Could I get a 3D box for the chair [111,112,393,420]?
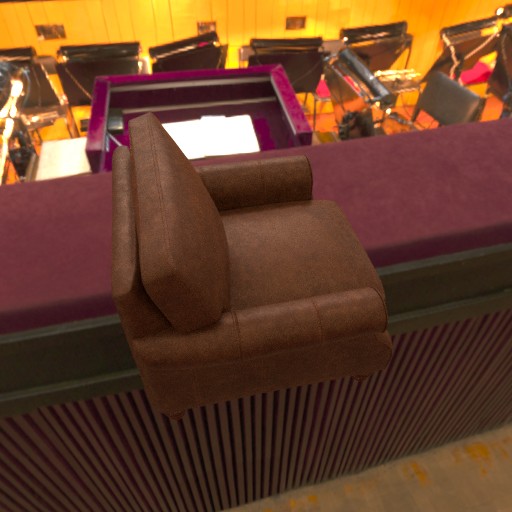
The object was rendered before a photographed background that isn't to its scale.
[{"bbox_3d":[0.000,0.000,1.795,1.002,0.976,0.996,-9,47,-9],"label":"chair"}]
